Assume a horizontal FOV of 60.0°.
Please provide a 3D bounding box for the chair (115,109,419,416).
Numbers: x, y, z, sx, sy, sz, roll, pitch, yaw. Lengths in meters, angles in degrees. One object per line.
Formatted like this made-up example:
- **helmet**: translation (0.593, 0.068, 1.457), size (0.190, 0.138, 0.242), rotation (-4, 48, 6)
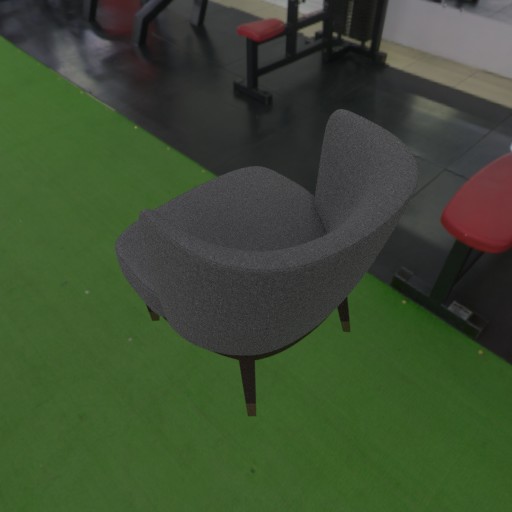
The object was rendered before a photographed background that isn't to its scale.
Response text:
- **chair**: translation (0.000, 0.000, 1.274), size (0.639, 0.695, 0.698), rotation (-34, 55, -28)
